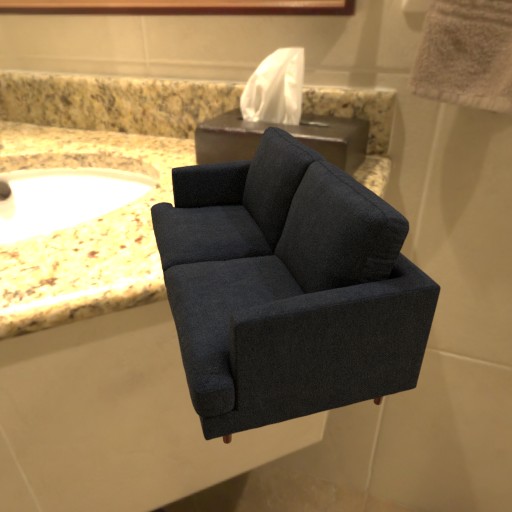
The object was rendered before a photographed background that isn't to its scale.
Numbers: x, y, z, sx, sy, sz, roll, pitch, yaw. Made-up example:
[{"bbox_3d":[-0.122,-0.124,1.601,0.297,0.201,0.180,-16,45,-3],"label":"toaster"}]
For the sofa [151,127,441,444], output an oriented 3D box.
[{"bbox_3d":[0.000,0.000,2.179,0.903,0.944,1.582,-9,31,-14],"label":"sofa"}]
